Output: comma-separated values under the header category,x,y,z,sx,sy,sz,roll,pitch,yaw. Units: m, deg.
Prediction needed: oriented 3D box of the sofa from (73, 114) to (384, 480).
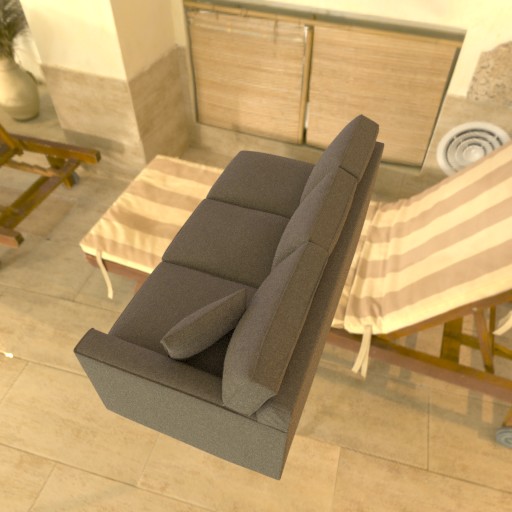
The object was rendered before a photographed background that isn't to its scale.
category,x,y,z,sx,sy,sz,roll,pitch,yaw
sofa,0.000,0.000,2.565,1.034,0.946,1.963,16,49,14
